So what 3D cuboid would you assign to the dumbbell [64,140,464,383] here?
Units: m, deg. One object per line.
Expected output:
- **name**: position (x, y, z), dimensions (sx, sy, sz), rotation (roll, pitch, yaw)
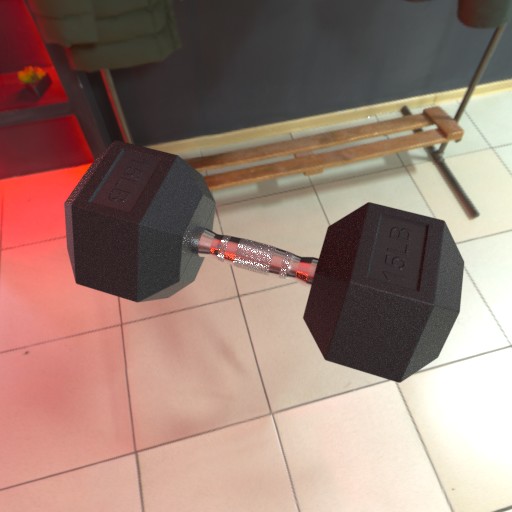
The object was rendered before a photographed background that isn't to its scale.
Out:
- **dumbbell**: position (0.000, 0.000, 0.326), dimensions (0.271, 0.106, 0.122), rotation (15, 60, 9)
